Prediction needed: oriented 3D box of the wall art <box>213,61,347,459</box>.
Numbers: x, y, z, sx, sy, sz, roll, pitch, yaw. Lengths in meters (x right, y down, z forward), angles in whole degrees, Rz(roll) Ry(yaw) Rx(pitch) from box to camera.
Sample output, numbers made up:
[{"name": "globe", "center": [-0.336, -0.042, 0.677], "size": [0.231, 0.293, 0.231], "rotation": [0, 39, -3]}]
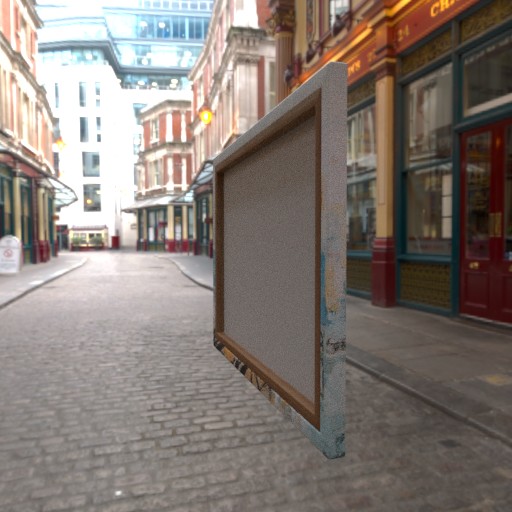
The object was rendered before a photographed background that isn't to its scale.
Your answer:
[{"name": "wall art", "center": [0.000, 0.000, 1.331], "size": [0.038, 0.762, 1.016], "rotation": [0, 2, -18]}]
